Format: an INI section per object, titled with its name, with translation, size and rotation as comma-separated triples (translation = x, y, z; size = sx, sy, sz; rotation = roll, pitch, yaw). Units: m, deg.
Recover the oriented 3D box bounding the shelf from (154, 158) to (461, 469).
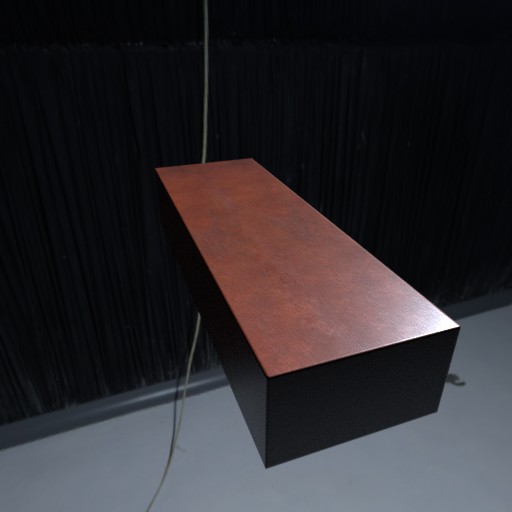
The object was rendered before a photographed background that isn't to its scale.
[shelf]
translation = 0.000, 0.000, 0.511
size = 0.152, 0.088, 0.457
rotation = -10, 30, -18
